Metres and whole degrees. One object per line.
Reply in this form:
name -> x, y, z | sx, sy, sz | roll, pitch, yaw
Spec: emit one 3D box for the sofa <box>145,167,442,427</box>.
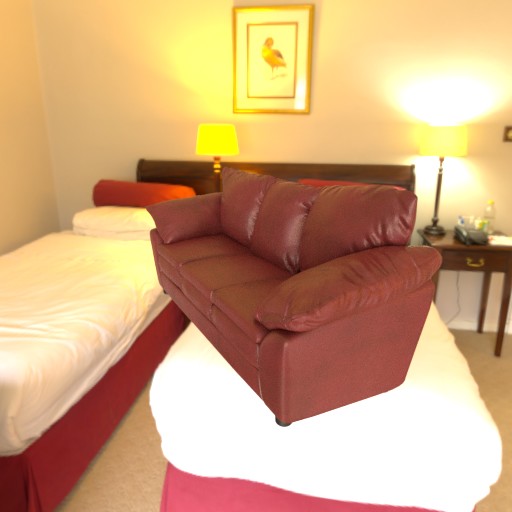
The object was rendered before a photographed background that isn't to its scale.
sofa -> 0.000, 0.000, 2.922 | 0.907, 1.091, 2.390 | -8, 18, -26
